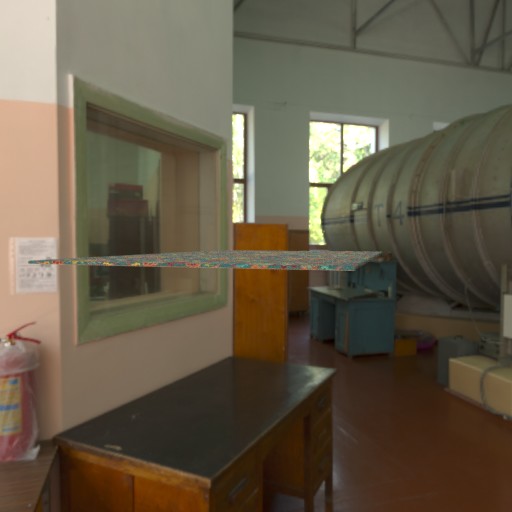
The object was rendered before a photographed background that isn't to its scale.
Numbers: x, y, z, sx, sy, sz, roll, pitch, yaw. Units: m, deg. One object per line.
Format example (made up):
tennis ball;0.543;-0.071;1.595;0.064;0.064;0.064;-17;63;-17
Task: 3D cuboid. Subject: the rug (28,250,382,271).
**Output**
rug;0.000;0.000;2.945;1.527;0.016;2.290;1;2;18
